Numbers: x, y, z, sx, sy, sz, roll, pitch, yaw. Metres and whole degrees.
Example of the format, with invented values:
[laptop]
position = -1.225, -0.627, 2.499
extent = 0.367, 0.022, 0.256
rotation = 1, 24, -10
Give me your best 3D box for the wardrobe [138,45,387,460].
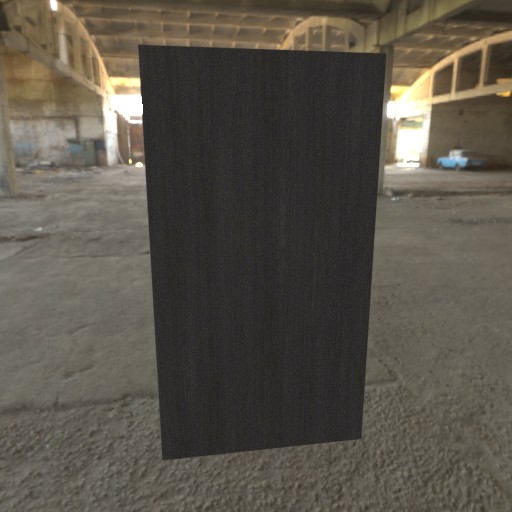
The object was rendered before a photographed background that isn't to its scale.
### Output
[wardrobe]
position = 0.000, 0.000, 2.228
extent = 0.991, 1.808, 0.577
rotation = -2, 14, -9
